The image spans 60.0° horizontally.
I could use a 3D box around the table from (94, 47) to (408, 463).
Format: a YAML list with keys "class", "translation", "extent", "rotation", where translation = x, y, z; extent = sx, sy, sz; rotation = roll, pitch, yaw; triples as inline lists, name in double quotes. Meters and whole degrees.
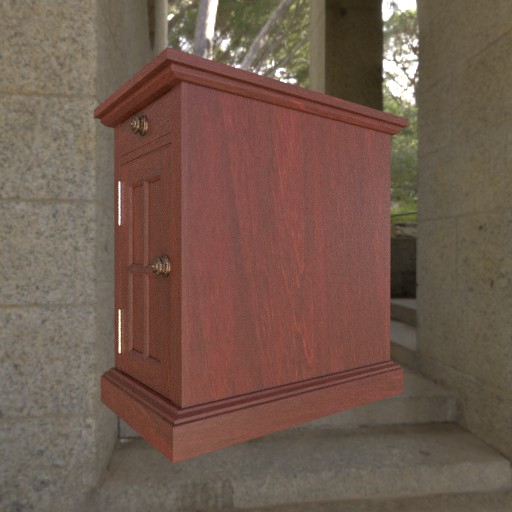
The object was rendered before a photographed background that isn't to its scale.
- class: "table"
  translation: [0.000, 0.000, 0.963]
  extent: [0.584, 0.612, 0.356]
  rotation: [0, 0, -37]
